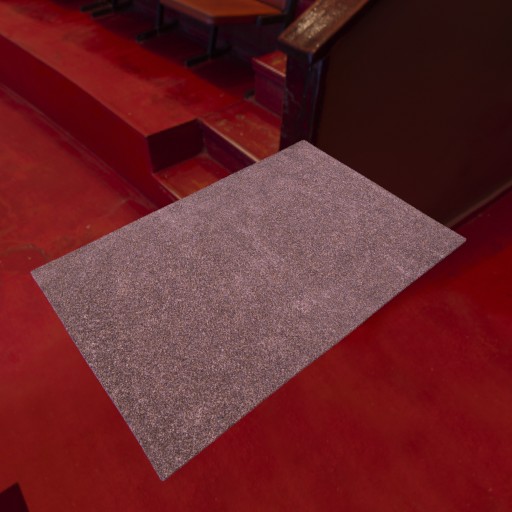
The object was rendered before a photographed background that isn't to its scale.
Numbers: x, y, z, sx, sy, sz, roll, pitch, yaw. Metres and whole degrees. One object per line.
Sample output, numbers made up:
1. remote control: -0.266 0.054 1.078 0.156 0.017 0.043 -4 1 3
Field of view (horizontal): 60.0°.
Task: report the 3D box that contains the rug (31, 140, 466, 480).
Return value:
1. rug: 0.000 0.000 3.284 2.699 0.026 1.802 -31 54 -26
